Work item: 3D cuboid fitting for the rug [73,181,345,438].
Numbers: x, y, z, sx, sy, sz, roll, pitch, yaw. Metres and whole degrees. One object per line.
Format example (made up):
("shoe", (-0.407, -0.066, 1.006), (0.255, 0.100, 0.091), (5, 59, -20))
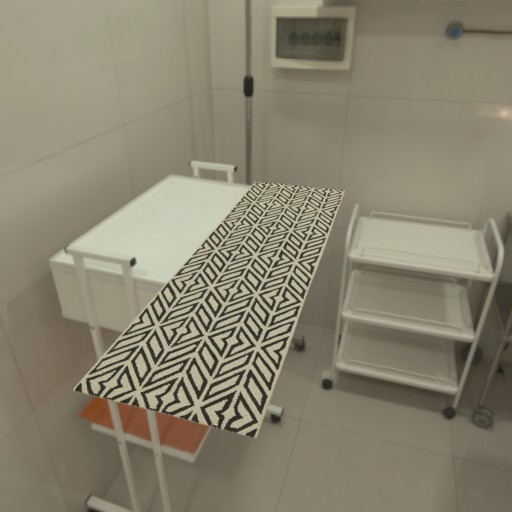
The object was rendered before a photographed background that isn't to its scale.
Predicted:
("rug", (0.000, 0.000, 2.640), (0.750, 0.009, 2.435), (9, 31, 15))
